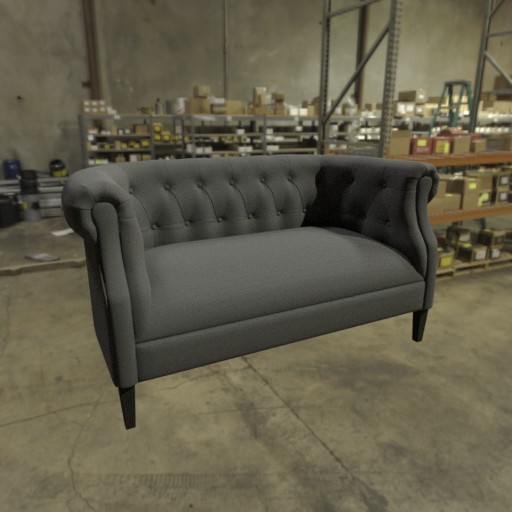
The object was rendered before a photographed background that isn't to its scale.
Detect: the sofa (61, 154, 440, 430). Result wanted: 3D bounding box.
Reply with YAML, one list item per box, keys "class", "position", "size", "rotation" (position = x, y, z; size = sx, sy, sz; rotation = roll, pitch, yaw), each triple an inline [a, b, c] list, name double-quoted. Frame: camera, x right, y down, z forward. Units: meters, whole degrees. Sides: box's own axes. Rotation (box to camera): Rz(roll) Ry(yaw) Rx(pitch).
- class: "sofa"
  position: [0.000, 0.000, 1.996]
  size: [1.558, 0.827, 0.835]
  rotation: [-9, 19, -26]
